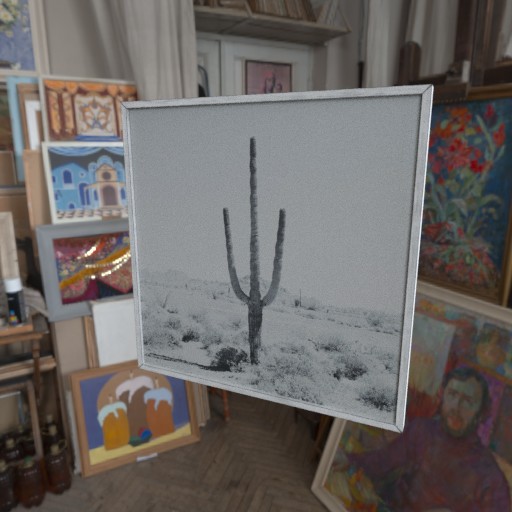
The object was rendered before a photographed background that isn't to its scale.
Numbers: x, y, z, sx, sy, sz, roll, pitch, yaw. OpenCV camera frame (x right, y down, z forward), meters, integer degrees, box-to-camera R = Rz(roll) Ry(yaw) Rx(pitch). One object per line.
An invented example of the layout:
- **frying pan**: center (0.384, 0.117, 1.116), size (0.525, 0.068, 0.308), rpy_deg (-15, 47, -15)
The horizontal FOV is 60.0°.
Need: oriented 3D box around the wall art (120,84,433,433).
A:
- **wall art**: center (0.000, 0.000, 1.110), size (0.762, 0.762, 0.038), rpy_deg (6, 15, 24)
